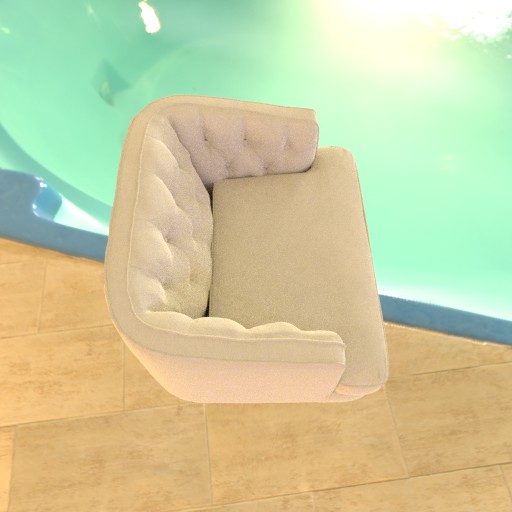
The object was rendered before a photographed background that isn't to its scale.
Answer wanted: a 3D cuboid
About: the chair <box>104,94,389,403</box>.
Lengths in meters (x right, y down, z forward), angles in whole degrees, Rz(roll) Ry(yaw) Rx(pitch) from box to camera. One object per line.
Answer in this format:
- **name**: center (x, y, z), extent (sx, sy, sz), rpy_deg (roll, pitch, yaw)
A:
- **chair**: center (0.000, 0.000, 1.812), extent (0.941, 0.852, 1.104), rpy_deg (-1, 62, -1)
